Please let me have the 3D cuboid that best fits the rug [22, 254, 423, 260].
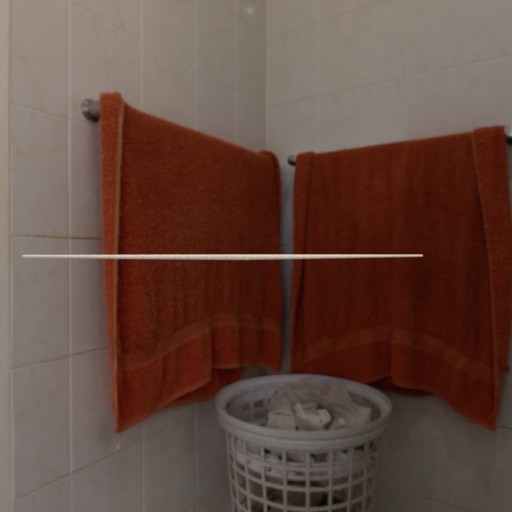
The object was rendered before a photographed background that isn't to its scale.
[{"bbox_3d":[0.000,0.000,2.338,1.238,0.014,1.848,0,0,35],"label":"rug"}]
